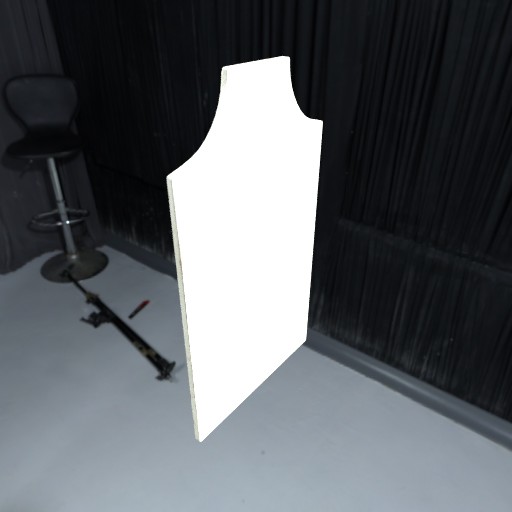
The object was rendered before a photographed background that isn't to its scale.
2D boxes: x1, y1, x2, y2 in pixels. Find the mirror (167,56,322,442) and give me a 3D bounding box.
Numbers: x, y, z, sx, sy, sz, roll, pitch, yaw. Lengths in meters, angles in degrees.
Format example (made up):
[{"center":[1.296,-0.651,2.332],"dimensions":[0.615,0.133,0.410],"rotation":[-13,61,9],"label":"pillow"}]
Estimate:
[{"center":[0.000,0.000,0.885],"dimensions":[0.022,0.717,0.403],"rotation":[23,38,32],"label":"mirror"}]
